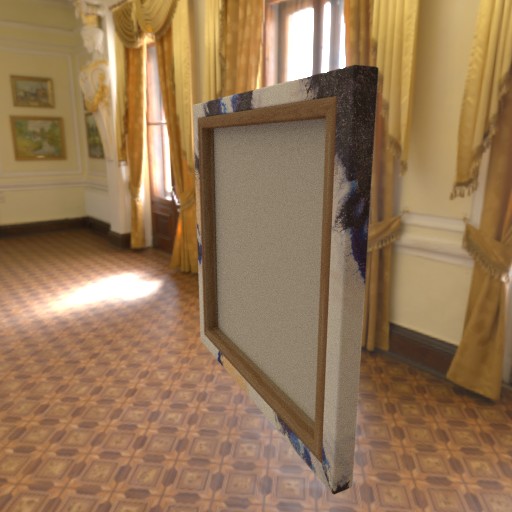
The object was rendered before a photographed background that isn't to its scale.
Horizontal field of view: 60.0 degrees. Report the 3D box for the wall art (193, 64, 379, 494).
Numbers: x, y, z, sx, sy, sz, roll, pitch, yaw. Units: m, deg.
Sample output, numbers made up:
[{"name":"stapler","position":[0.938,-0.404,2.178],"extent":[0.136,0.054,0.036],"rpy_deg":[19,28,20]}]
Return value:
[{"name":"wall art","position":[0.000,0.000,0.871],"extent":[0.039,0.609,0.609],"rpy_deg":[-7,16,-25]}]
